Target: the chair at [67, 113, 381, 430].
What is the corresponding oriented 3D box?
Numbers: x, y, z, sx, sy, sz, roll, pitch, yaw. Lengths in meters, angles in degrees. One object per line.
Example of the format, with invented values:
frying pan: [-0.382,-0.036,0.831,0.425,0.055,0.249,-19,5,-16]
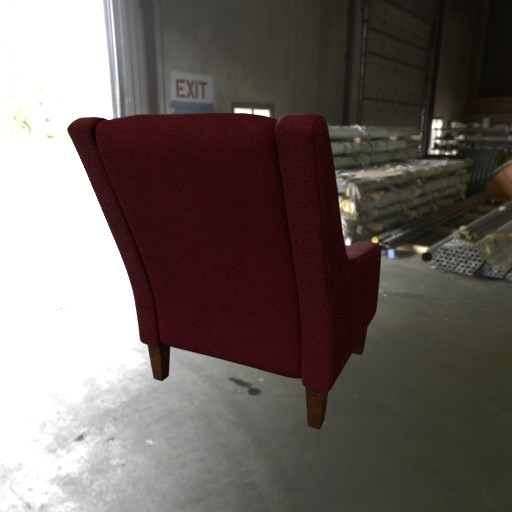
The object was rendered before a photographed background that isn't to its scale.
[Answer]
chair: [0.000,0.000,1.700,0.793,1.017,0.985,8,18,26]
